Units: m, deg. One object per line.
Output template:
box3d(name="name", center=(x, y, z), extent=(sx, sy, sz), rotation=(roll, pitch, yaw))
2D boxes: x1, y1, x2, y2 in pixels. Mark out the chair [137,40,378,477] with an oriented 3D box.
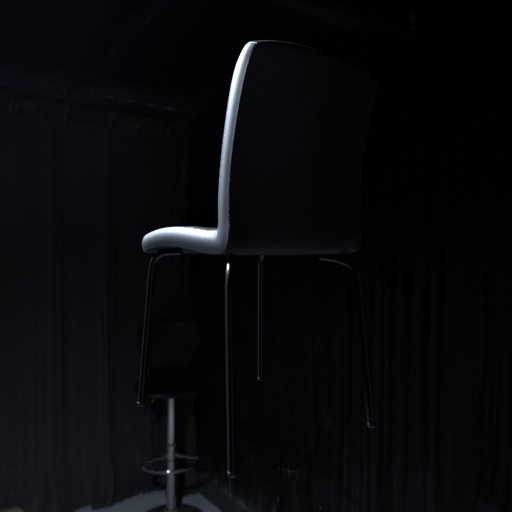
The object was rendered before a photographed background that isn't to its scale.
box3d(name="chair", center=(0.000, 0.000, 1.177), extent=(0.450, 0.872, 0.572), rotation=(-1, 1, -35))
